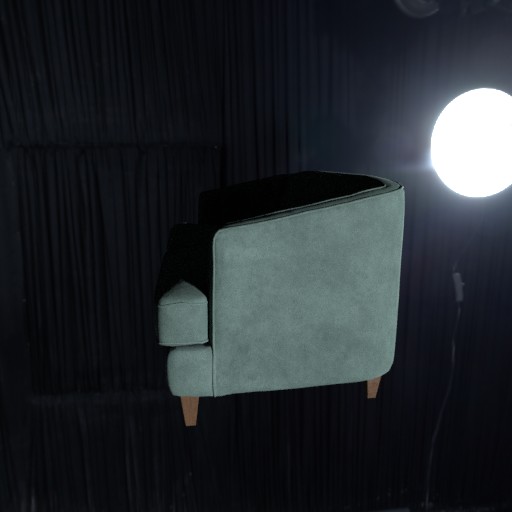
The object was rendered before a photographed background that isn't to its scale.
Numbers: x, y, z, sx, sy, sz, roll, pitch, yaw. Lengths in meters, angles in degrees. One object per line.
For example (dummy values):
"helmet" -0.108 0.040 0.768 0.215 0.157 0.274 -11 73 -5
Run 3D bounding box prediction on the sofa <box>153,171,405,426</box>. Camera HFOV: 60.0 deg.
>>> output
"sofa" 0.000 0.000 2.303 0.941 0.855 1.733 -2 12 -8
